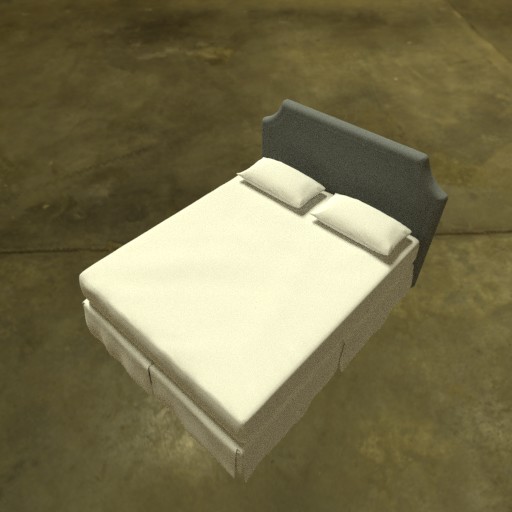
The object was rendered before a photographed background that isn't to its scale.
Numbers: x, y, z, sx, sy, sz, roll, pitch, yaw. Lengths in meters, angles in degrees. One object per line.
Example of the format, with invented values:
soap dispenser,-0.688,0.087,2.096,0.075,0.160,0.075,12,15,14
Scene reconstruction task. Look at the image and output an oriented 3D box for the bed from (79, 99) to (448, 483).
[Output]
bed,0.000,0.000,3.369,1.811,1.296,2.259,33,54,29
